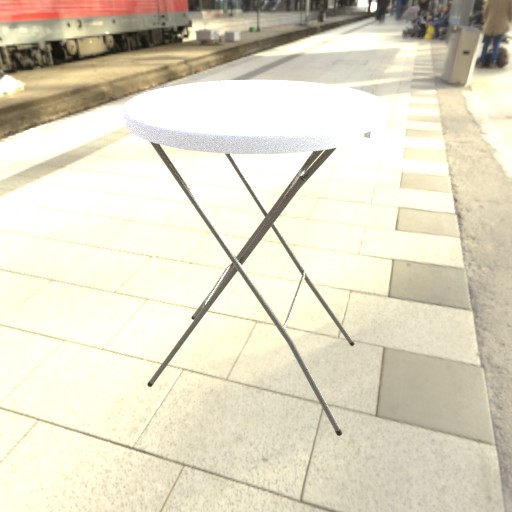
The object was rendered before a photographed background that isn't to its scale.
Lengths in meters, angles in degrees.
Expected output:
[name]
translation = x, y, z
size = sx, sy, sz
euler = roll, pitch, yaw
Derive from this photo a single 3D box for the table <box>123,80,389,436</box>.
[table]
translation = 0.000, 0.000, 1.639
size = 0.795, 1.105, 0.792
euler = 8, 31, 14
